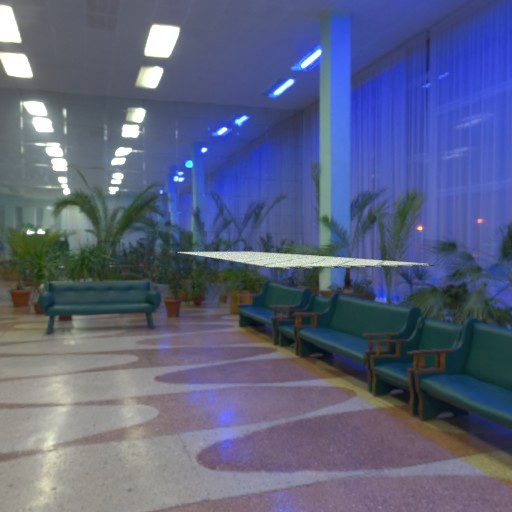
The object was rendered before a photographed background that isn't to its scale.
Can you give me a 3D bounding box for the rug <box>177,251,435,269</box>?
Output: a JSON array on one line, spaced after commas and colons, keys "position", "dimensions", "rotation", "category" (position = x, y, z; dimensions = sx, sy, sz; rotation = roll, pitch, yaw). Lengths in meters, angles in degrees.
[{"position": [0.000, 0.000, 2.595], "dimensions": [0.620, 0.008, 2.372], "rotation": [-1, 2, -18], "category": "rug"}]
